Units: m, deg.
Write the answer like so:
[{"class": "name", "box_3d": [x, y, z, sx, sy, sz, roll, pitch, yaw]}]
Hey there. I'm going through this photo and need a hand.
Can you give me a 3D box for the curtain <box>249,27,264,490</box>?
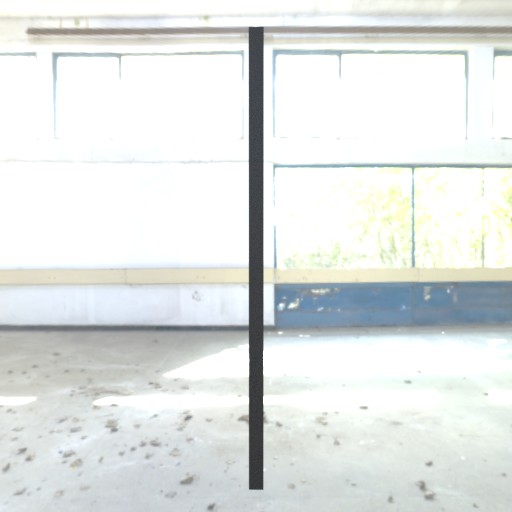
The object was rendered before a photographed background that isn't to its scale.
[{"class": "curtain", "box_3d": [0.000, 0.000, 0.801, 0.027, 0.585, 0.483, 0, 2, 1]}]
